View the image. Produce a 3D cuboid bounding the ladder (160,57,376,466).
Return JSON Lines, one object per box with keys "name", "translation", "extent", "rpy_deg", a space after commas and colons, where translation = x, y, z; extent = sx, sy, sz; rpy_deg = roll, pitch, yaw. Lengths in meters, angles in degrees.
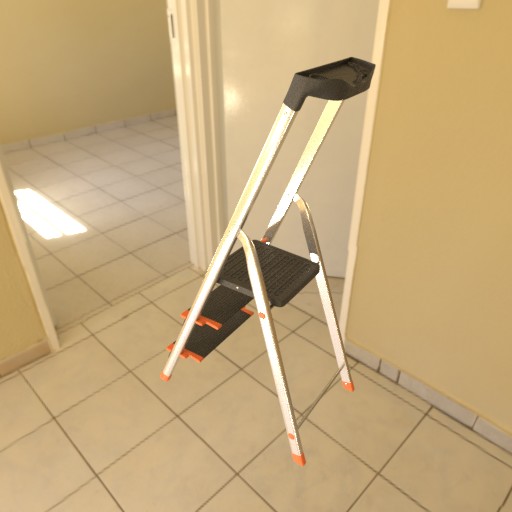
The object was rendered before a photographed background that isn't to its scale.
{"name": "ladder", "translation": [0.000, 0.000, 1.484], "extent": [0.686, 1.229, 0.416], "rpy_deg": [21, 38, 29]}
